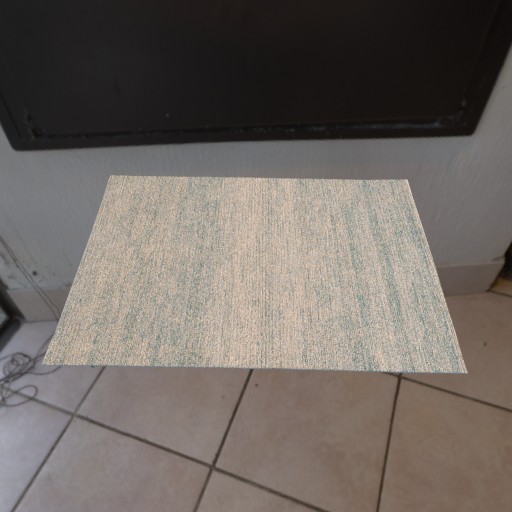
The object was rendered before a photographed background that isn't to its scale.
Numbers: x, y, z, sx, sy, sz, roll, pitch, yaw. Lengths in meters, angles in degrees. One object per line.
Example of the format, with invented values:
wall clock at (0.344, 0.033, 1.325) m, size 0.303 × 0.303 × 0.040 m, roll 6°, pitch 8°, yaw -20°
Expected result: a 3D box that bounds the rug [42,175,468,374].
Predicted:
rug at (0.000, 0.000, 2.901) m, size 2.306 × 0.030 × 1.613 m, roll 1°, pitch 49°, yaw 1°
